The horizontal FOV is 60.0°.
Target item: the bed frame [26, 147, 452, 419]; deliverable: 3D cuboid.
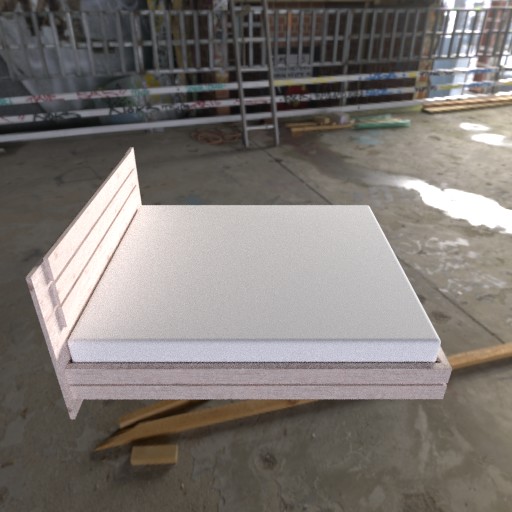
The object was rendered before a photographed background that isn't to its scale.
[{"bbox_3d":[0.000,0.000,3.076,2.080,0.970,1.950,0,31,0],"label":"bed frame"}]
